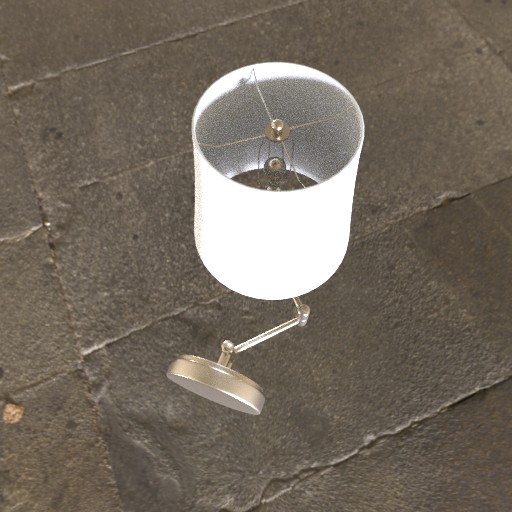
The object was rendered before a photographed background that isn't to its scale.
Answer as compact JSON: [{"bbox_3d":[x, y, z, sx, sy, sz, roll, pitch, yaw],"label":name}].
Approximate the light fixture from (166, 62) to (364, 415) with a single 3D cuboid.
[{"bbox_3d":[0.000,0.000,0.597,0.223,0.381,0.348,19,65,9],"label":"light fixture"}]
